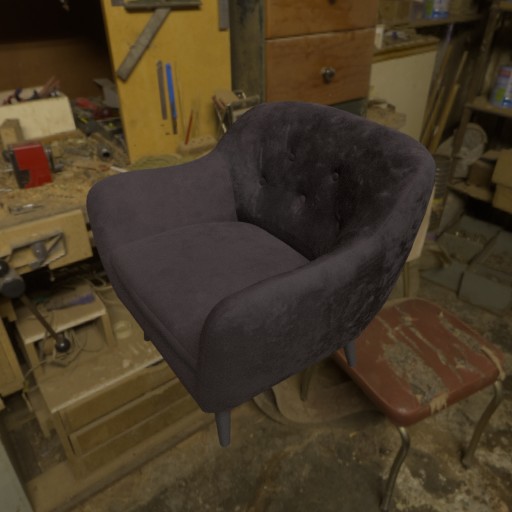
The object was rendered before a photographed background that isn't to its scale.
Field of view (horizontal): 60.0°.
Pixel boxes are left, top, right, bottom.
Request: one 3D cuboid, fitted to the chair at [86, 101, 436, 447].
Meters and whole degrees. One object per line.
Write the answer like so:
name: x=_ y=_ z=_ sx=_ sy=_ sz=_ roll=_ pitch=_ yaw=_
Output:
chair: x=0.000 y=0.000 z=1.445 sx=0.819 sy=0.807 sz=0.840 roll=-21 pitch=38 yaw=-29
